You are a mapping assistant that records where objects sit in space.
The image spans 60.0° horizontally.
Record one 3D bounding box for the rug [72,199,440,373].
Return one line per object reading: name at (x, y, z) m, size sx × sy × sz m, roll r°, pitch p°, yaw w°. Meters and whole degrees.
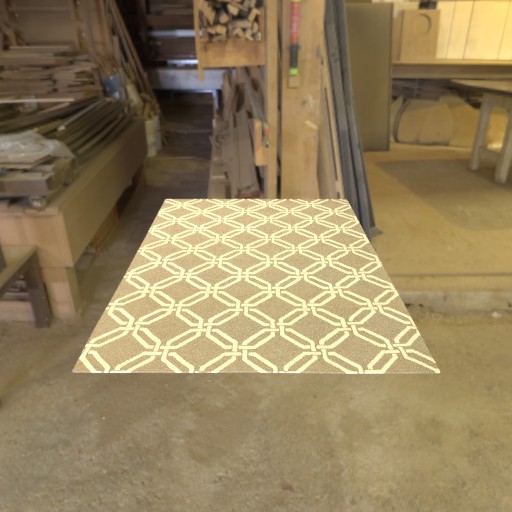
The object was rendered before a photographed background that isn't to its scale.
rug at (0.000, 0.000, 4.442) m, size 2.441 × 0.020 × 3.419 m, roll 0°, pitch 27°, yaw 0°
